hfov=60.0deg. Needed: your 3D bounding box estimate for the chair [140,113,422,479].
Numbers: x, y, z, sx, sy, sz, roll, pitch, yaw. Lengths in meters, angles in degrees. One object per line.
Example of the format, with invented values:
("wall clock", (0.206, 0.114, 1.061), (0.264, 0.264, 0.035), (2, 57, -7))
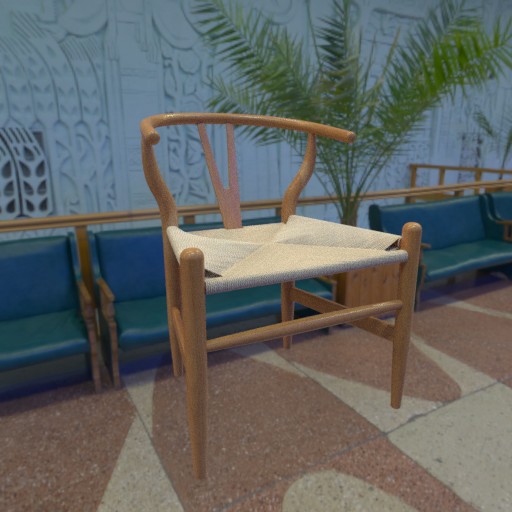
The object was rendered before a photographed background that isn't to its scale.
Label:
("chair", (0.000, 0.000, 1.151), (0.569, 0.730, 0.579), (-8, 17, -26))
